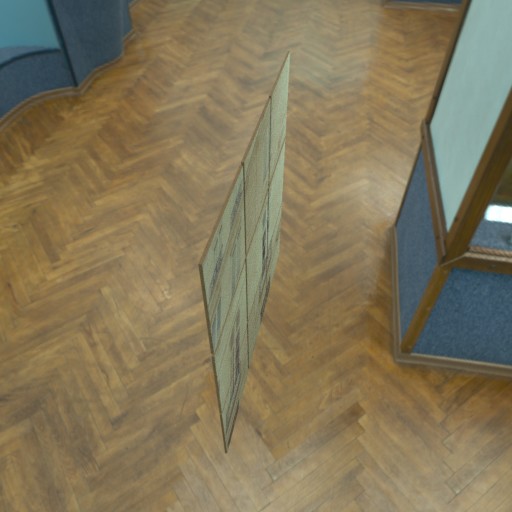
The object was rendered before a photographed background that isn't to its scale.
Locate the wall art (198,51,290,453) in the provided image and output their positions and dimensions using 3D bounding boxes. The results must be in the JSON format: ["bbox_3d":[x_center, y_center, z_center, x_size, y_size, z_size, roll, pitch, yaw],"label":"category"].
[{"bbox_3d":[0.000,0.000,2.345,0.023,1.522,1.526,9,48,9],"label":"wall art"}]
